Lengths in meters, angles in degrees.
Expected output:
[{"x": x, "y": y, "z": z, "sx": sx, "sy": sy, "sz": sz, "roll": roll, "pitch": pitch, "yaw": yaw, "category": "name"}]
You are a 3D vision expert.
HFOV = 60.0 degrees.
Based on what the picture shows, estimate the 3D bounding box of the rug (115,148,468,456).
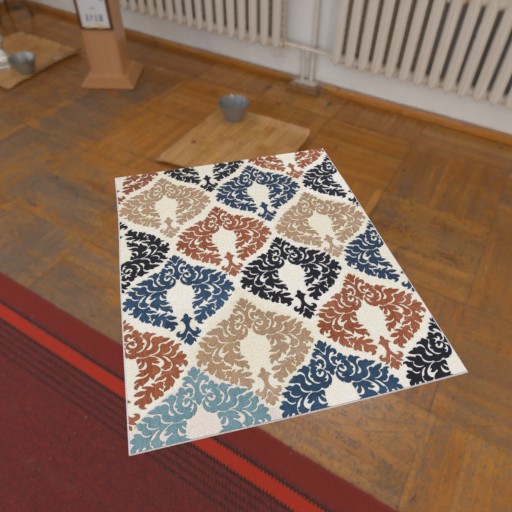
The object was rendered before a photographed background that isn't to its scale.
[{"x": 0.000, "y": 0.000, "z": 4.023, "sx": 2.423, "sy": 0.014, "sz": 3.040, "roll": -10, "pitch": 47, "yaw": -10, "category": "rug"}]
